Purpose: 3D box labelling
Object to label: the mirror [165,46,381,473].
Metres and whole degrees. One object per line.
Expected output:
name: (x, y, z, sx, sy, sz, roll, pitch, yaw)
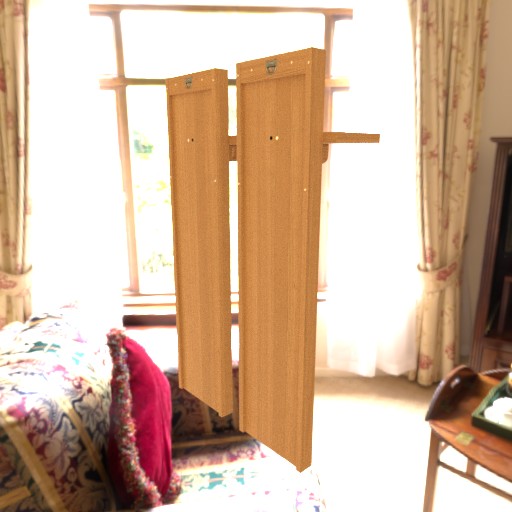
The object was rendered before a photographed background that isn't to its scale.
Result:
mirror: (0.000, 0.000, 1.597, 0.260, 1.250, 0.800, -12, 18, -41)
